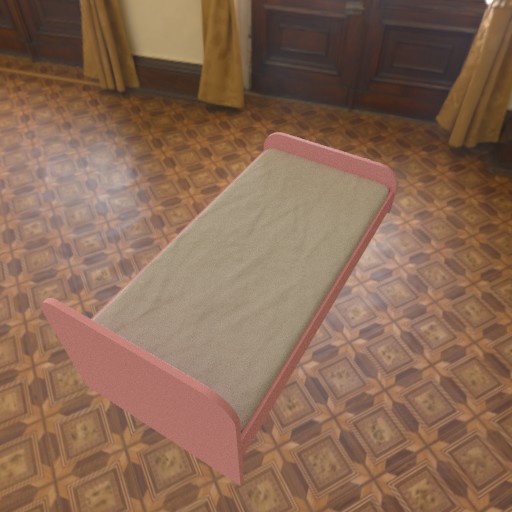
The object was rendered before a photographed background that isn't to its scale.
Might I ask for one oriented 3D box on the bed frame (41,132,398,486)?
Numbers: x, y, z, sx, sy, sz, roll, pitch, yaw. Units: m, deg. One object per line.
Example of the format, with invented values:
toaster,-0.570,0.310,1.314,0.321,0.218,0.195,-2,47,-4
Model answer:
bed frame,0.000,0.000,2.533,0.998,0.805,1.963,23,51,20
